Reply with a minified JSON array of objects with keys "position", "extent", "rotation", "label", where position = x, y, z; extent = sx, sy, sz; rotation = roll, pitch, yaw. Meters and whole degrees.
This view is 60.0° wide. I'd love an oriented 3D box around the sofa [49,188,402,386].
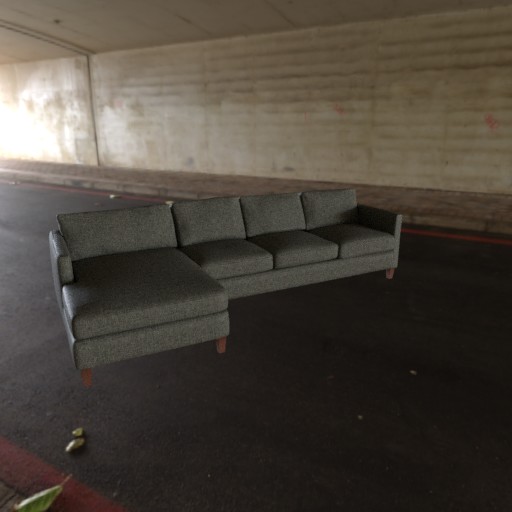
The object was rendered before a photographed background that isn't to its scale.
[{"position":[0.000,0.000,4.202],"extent":[3.485,0.960,1.635],"rotation":[-9,19,-26],"label":"sofa"}]
